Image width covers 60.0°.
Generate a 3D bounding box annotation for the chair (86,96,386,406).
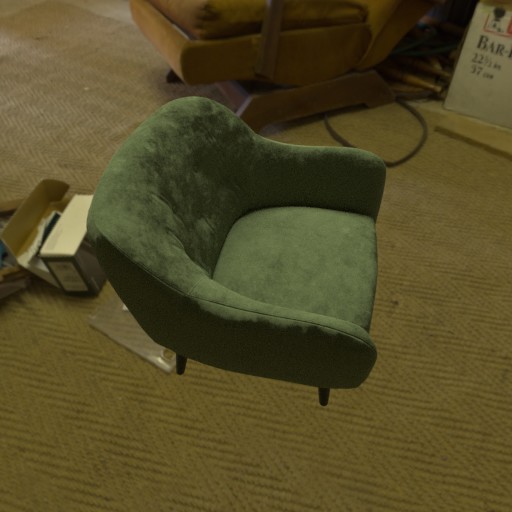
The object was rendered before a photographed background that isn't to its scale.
[{"bbox_3d":[0.000,0.000,1.520,0.819,0.804,0.840,10,48,9],"label":"chair"}]
